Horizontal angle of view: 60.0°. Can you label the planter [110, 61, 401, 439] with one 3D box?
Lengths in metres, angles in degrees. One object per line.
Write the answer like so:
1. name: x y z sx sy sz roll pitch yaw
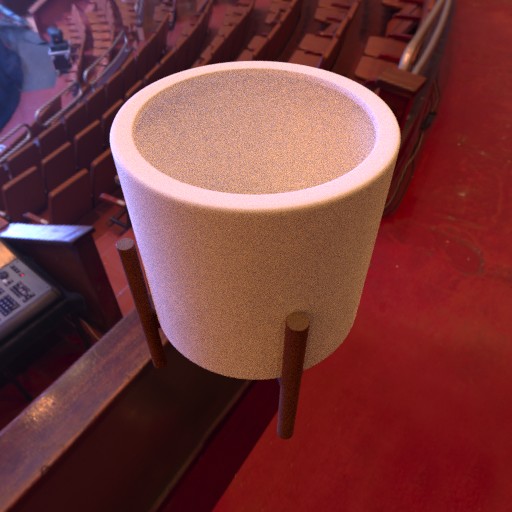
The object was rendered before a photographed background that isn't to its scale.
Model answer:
1. planter: 0.000 0.000 0.860 0.420 0.581 0.421 24 51 22
